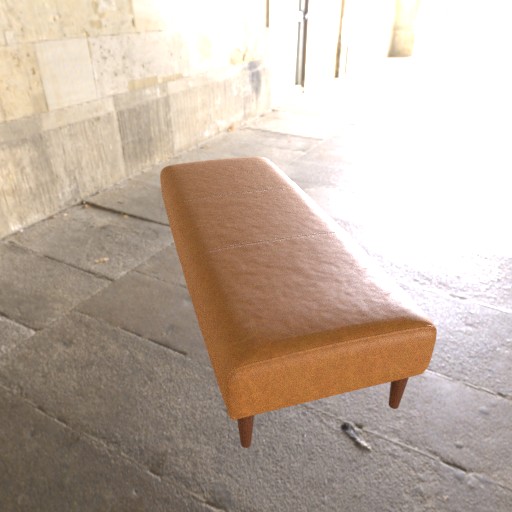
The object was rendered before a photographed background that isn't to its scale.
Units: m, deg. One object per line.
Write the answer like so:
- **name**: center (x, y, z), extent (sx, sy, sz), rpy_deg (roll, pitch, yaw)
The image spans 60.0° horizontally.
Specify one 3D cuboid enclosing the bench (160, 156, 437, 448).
- **bench**: center (0.000, 0.000, 1.918), extent (0.653, 0.399, 1.610), rpy_deg (-9, 32, -14)
